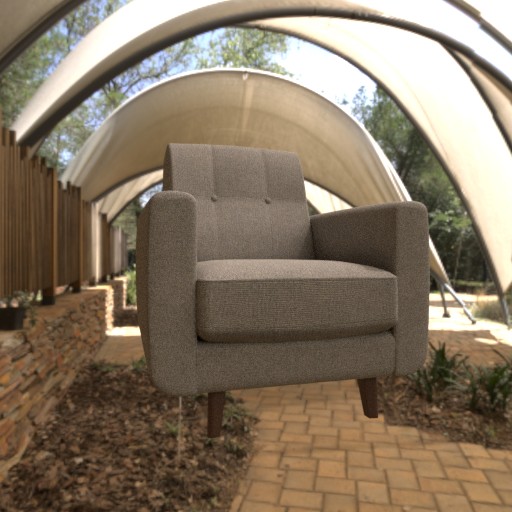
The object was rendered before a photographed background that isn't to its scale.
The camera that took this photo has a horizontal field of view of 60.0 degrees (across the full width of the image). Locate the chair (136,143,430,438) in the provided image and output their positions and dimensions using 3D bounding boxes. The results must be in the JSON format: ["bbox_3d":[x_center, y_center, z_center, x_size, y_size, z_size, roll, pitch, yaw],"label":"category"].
[{"bbox_3d":[0.000,0.000,1.648,0.845,0.968,0.942,0,0,-17],"label":"chair"}]
